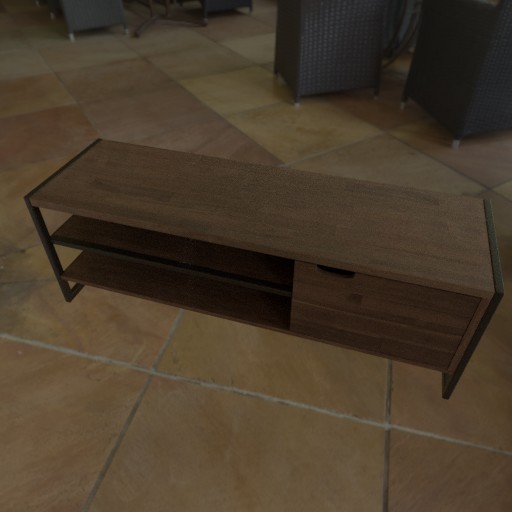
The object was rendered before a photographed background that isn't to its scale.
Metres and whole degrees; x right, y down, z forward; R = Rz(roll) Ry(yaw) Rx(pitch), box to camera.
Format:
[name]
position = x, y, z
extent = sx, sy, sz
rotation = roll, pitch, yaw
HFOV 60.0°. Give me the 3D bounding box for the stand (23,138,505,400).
[stand]
position = 0.000, 0.000, 1.631
extent = 1.480, 0.506, 0.454
rotation = 12, 42, 13
